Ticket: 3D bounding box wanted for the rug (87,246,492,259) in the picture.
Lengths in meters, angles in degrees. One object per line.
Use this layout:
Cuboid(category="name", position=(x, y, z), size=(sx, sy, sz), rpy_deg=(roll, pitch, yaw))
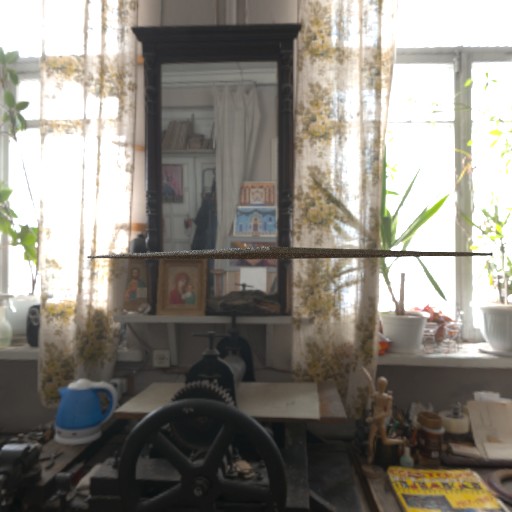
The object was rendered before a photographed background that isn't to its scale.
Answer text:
Cuboid(category="rug", position=(0.000, 0.000, 2.896), size=(1.532, 0.018, 2.297), rpy_deg=(1, -1, -36))
